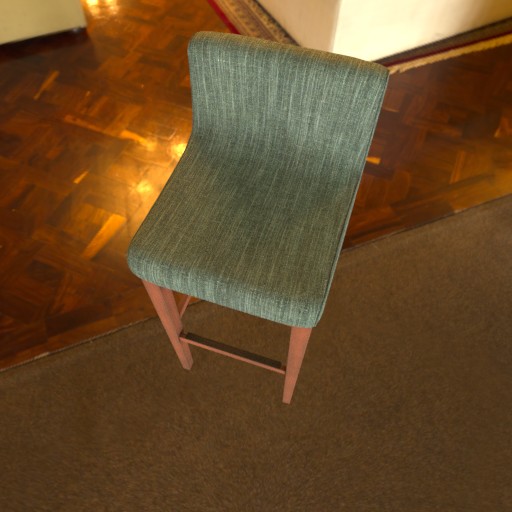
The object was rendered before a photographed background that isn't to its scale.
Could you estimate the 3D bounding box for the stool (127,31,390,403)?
[{"bbox_3d":[0.000,0.000,1.205,0.426,0.965,0.499,16,58,10],"label":"stool"}]
